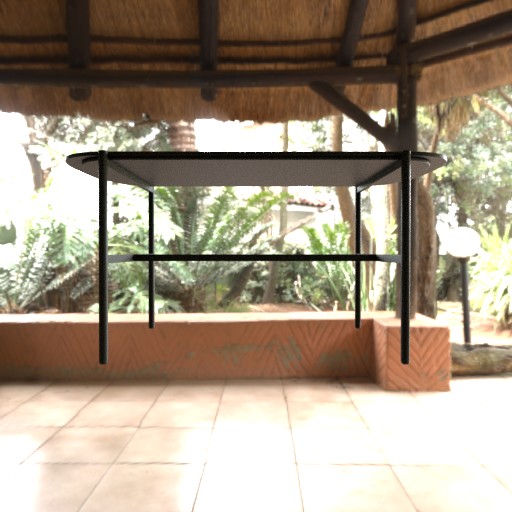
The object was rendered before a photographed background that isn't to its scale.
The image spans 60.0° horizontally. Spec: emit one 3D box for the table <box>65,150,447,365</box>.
[{"bbox_3d":[0.000,0.000,1.019,0.800,0.400,0.400,0,1,0],"label":"table"}]
